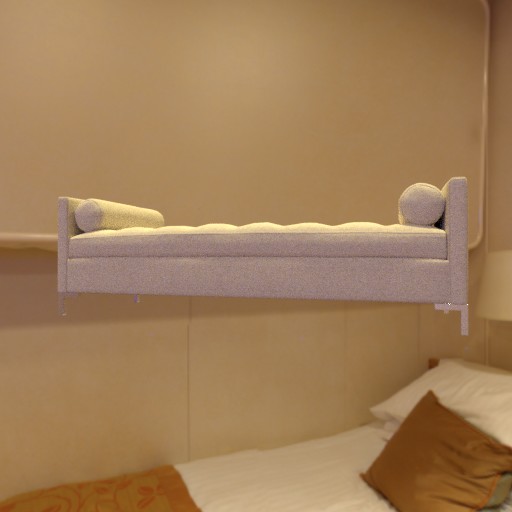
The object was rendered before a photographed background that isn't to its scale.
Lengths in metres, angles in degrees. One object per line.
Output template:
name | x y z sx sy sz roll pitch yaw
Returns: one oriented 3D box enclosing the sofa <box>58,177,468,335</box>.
sofa | 0.000 0.000 2.499 2.102 0.655 0.797 0 0 18
